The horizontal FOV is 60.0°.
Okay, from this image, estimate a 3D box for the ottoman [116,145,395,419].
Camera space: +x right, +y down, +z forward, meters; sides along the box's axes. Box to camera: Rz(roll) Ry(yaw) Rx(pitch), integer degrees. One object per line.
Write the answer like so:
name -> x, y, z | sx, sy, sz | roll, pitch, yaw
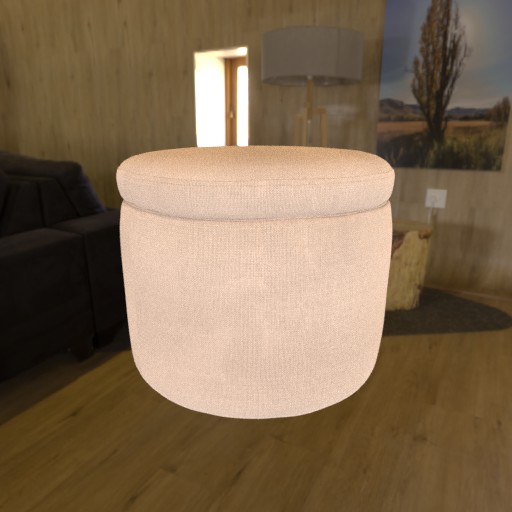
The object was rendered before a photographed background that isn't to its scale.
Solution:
ottoman -> 0.000, 0.000, 0.861 | 0.497, 0.409, 0.497 | 0, 16, 0
